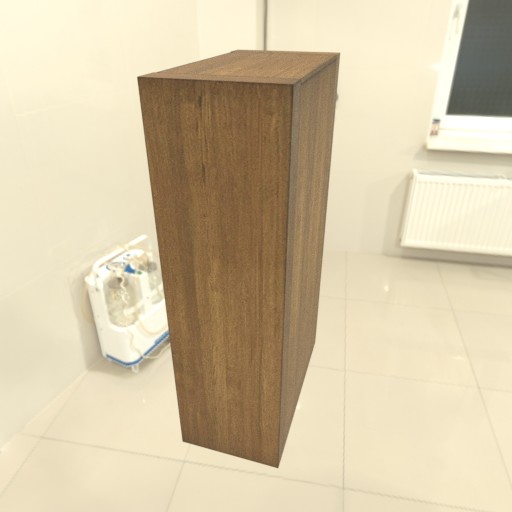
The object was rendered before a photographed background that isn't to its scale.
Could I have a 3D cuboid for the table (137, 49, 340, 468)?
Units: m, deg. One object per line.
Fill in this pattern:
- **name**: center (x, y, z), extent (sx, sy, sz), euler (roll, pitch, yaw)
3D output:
- **table**: center (0.000, 0.000, 2.482), extent (0.600, 2.000, 1.100), euler (9, 31, 15)
